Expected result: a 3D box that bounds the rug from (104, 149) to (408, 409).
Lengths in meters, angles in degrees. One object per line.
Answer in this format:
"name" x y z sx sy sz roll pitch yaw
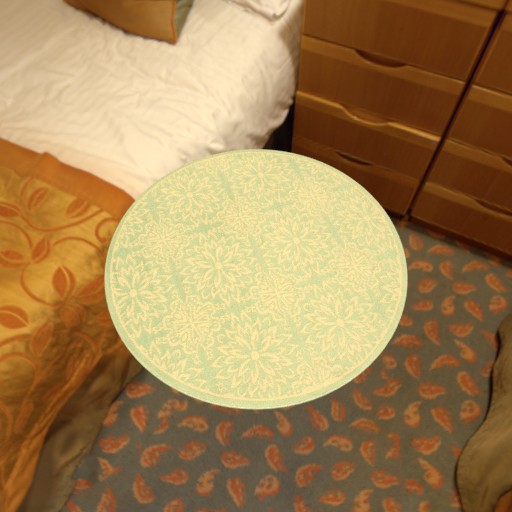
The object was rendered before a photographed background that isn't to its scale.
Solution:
"rug" 0.000 0.000 2.368 1.593 0.012 1.593 0 58 0
